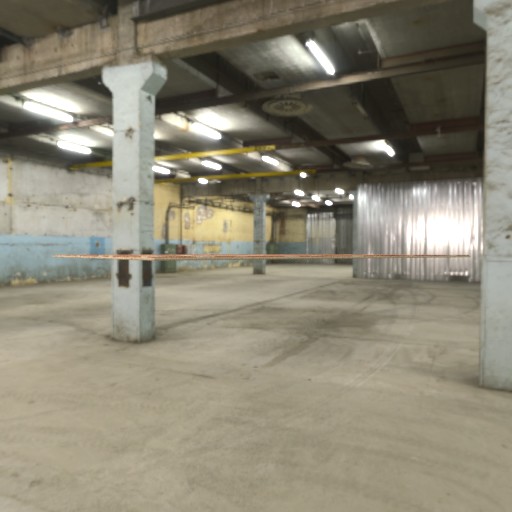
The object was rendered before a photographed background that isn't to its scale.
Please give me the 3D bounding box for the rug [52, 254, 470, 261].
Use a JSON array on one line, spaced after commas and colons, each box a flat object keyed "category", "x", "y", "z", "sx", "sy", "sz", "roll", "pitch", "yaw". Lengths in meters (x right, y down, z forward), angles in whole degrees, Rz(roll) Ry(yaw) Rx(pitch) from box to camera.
[{"category": "rug", "x": 0.000, "y": 0.000, "z": 4.143, "sx": 3.049, "sy": 0.021, "sz": 2.466, "roll": 0, "pitch": 1, "yaw": -36}]
